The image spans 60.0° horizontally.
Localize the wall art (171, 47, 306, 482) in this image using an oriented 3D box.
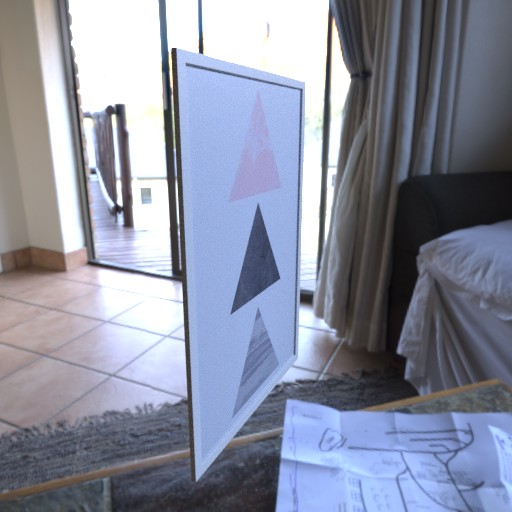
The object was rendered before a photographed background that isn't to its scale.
[{"bbox_3d":[0.000,0.000,1.201,0.013,0.940,0.659,8,18,25],"label":"wall art"}]
